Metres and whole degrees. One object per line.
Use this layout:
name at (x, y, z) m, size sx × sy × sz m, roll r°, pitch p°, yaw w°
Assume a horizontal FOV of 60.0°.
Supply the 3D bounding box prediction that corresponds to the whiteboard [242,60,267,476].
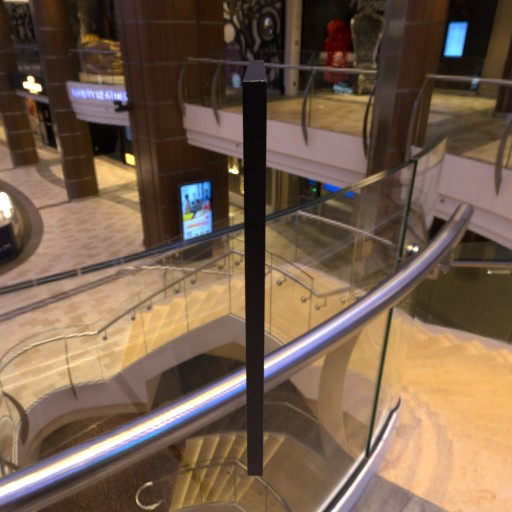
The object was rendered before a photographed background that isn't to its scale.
whiteboard at (0.000, 0.000, 0.777) m, size 0.026 × 0.611 × 0.406 m, roll 0°, pitch 27°, yaw 0°
